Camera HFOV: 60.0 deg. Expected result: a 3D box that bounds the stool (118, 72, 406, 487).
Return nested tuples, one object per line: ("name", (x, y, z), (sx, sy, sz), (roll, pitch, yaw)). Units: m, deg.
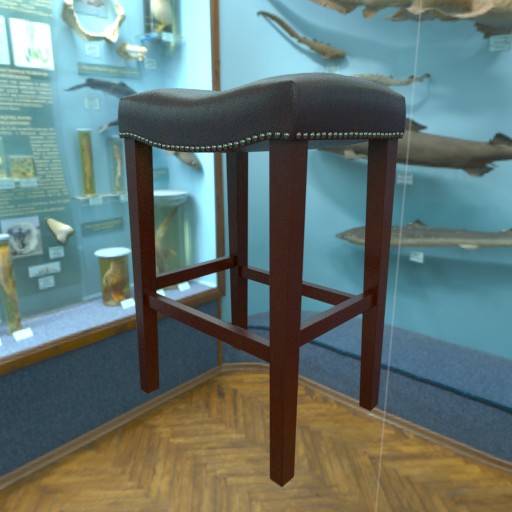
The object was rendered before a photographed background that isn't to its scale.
("stool", (0.000, 0.000, 1.018), (0.504, 0.742, 0.372), (14, 21, 42))
